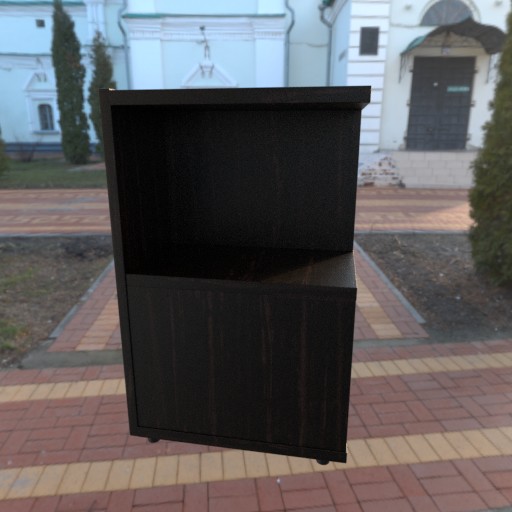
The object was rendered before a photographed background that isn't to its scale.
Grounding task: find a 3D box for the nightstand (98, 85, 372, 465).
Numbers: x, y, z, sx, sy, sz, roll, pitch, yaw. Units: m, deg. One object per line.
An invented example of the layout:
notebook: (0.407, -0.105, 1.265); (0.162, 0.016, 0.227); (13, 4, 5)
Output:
nightstand: (0.000, 0.000, 0.827); (0.356, 0.559, 0.400); (3, 16, 10)
